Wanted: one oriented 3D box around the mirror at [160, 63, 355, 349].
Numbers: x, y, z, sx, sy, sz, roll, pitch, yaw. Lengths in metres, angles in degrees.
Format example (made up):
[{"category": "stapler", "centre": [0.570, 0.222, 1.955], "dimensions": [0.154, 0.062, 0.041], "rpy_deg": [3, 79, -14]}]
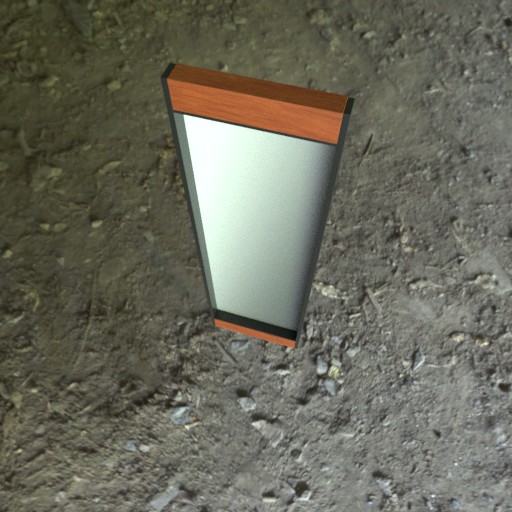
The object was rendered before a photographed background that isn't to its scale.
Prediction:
[{"category": "mirror", "centre": [0.000, 0.000, 1.252], "dimensions": [0.343, 1.123, 0.047], "rpy_deg": [14, 59, 9]}]
